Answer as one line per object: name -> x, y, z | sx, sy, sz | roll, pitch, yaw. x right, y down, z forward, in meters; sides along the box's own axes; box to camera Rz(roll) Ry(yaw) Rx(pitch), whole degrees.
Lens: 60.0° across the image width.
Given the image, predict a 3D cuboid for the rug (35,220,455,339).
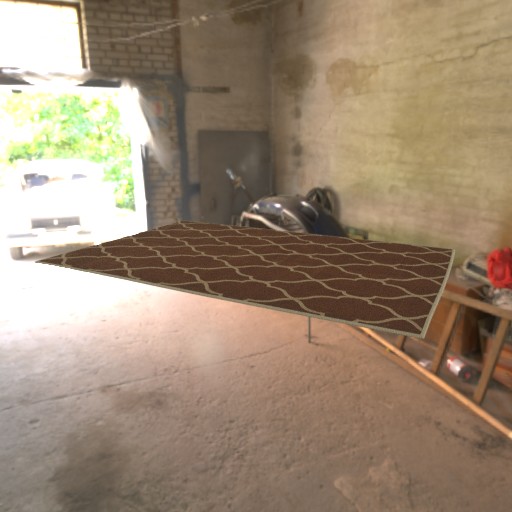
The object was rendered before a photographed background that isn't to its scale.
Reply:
rug -> 0.000, 0.000, 2.877 | 2.294, 0.014, 1.528 | 8, 17, 26
